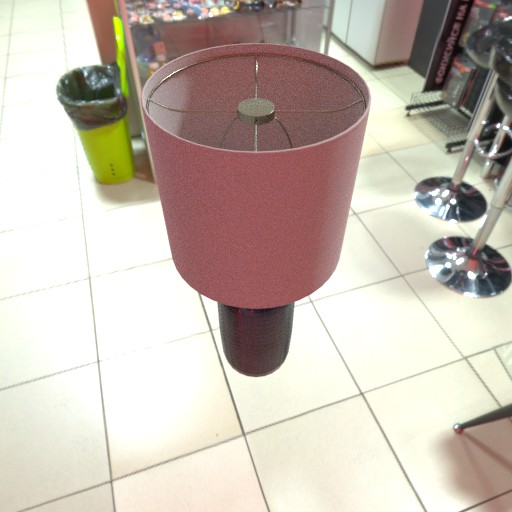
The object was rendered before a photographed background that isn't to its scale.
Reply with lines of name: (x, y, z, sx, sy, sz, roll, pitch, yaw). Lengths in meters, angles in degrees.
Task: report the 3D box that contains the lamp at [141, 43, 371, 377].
lamp: (0.000, 0.000, 0.603, 0.220, 0.475, 0.220, 10, 48, 10)
